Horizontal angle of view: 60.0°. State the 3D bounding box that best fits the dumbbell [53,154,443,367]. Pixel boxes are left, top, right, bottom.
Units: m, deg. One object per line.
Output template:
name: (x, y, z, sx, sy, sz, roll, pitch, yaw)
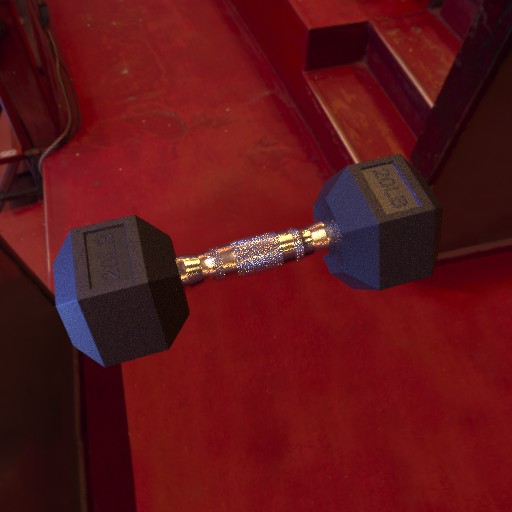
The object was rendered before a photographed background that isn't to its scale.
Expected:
dumbbell: (0.000, 0.000, 0.330, 0.272, 0.092, 0.106, -14, 59, -9)
